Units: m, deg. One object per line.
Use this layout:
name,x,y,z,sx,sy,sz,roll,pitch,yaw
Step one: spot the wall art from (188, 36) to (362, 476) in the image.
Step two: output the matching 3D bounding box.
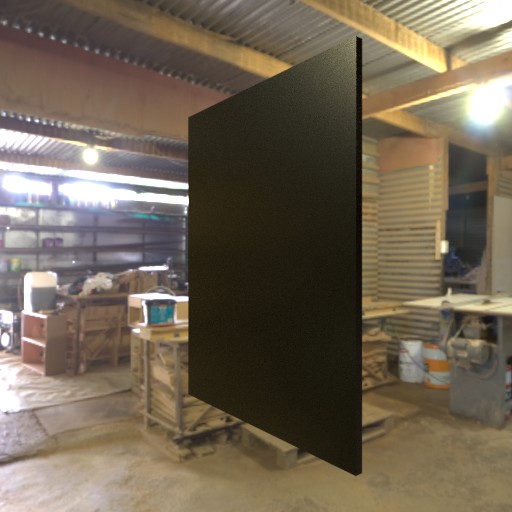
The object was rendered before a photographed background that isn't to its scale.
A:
wall art,0.000,0.000,0.763,0.013,0.582,0.442,0,0,-38
